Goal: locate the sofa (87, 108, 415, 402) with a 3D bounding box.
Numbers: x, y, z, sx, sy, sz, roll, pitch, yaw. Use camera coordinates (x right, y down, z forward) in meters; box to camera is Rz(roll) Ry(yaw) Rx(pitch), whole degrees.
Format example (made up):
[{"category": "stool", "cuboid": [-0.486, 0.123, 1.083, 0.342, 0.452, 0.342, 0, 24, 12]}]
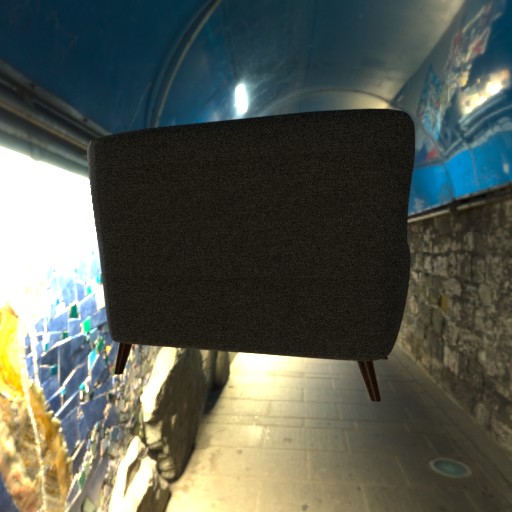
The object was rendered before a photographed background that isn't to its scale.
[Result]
[{"category": "sofa", "cuboid": [0.000, 0.000, 2.025, 1.358, 1.028, 0.874, 0, 0, 19]}]
